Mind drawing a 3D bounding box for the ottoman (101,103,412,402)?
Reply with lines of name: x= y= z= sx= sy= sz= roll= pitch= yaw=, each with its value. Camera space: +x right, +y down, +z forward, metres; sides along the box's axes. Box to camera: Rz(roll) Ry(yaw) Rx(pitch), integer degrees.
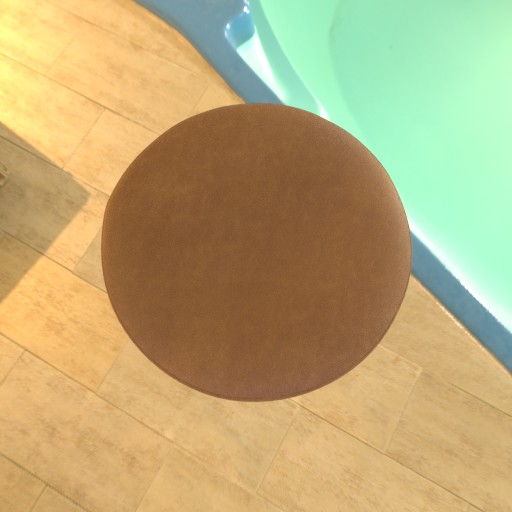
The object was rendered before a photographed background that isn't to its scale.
ottoman: x=0.000 y=0.000 z=1.254 sx=0.771 sy=0.460 sz=0.771 roll=0 pitch=75 yaw=0
